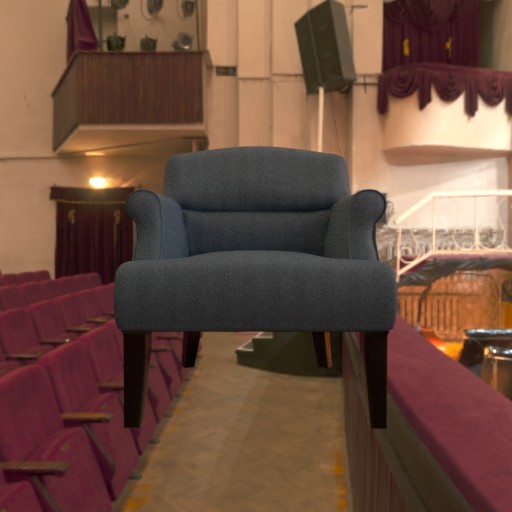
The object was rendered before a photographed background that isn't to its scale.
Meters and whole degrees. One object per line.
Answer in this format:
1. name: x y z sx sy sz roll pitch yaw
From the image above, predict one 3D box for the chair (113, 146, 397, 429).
1. chair: 0.000 0.000 1.472 0.770 0.878 0.754 0 1 0
